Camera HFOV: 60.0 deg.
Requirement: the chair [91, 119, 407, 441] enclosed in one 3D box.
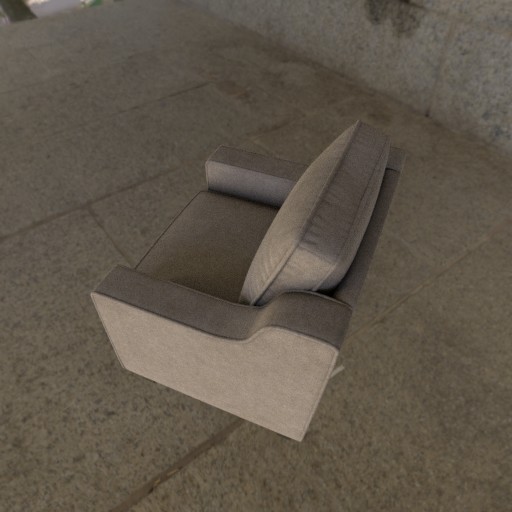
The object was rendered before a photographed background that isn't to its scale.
[{"bbox_3d":[0.000,0.000,1.676,0.840,0.944,0.926,17,49,16],"label":"chair"}]
